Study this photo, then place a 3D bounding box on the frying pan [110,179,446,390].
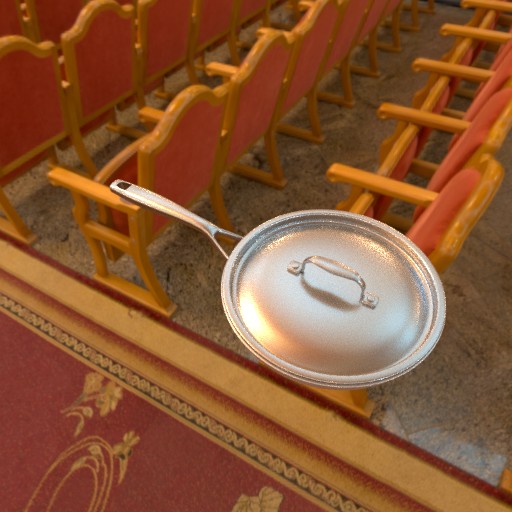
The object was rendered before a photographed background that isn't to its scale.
[{"bbox_3d":[0.000,0.000,0.592,0.490,0.086,0.272,24,52,20],"label":"frying pan"}]
